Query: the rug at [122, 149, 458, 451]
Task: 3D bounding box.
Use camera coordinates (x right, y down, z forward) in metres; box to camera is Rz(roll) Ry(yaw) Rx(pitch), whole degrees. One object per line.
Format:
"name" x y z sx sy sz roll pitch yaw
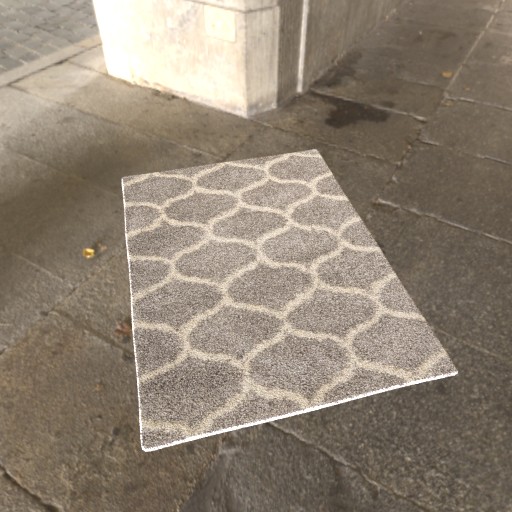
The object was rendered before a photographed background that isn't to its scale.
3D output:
"rug" 0.000 0.000 2.133 1.200 0.025 1.600 -10 47 -10
